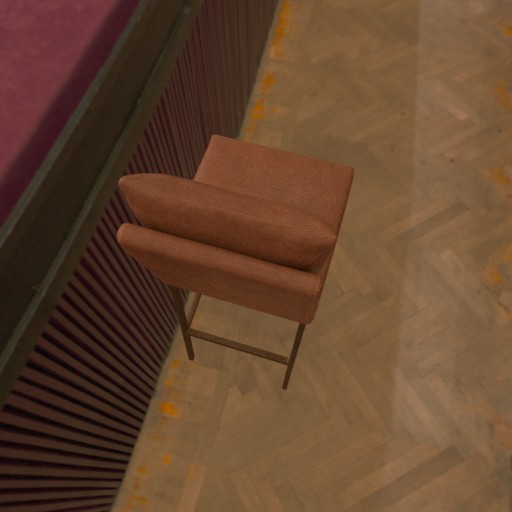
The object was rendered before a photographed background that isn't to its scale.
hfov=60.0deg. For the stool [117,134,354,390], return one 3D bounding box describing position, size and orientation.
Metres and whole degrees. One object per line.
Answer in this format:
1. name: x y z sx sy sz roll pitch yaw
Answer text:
1. stool: 0.000 0.000 1.420 0.463 1.124 0.571 15 64 8
